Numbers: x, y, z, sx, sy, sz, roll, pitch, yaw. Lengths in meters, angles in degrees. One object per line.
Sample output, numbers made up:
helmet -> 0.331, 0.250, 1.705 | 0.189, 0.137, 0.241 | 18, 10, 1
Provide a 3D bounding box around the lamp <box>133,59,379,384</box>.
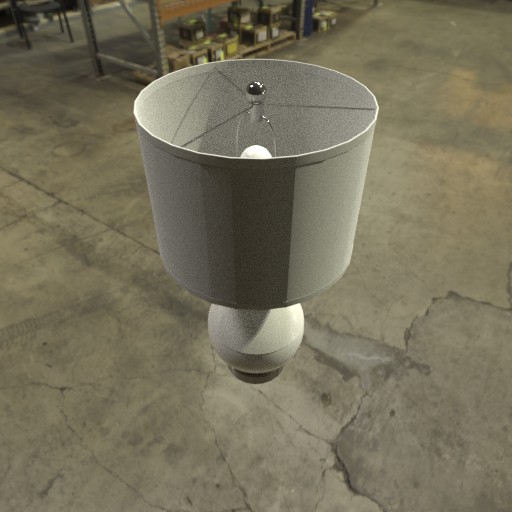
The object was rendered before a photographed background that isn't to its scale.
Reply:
lamp -> 0.000, 0.000, 0.861 | 0.357, 0.673, 0.357 | 26, 48, 26
